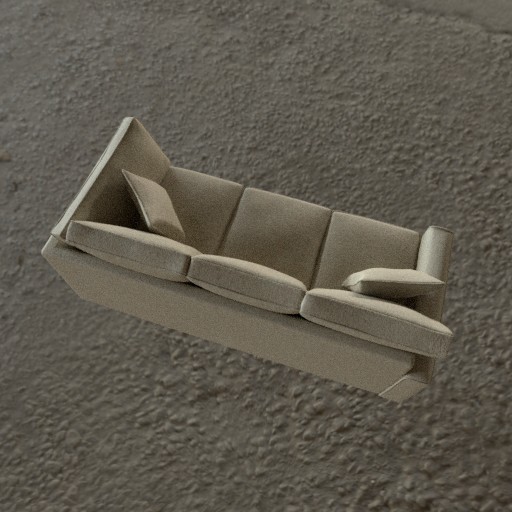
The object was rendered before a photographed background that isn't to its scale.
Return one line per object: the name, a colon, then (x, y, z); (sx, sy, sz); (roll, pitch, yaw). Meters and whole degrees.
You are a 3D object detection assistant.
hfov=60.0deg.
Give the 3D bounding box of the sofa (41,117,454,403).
sofa: (0.000, 0.000, 2.876); (2.317, 0.962, 1.061); (16, 63, 8)
